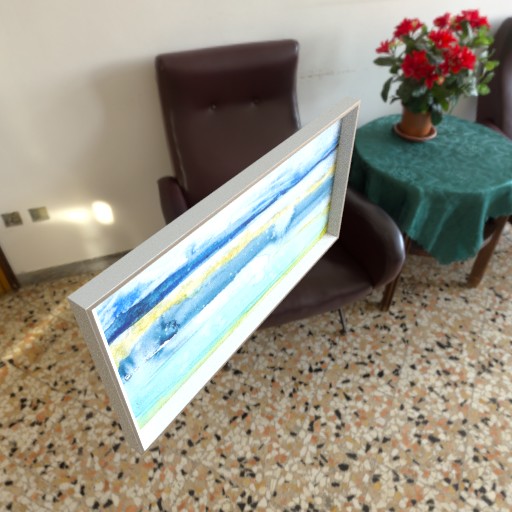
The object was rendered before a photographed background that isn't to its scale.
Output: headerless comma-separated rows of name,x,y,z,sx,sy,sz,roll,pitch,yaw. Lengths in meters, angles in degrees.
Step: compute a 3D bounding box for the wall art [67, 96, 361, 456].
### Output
wall art,0.000,0.000,0.969,0.038,0.431,0.812,26,48,26
